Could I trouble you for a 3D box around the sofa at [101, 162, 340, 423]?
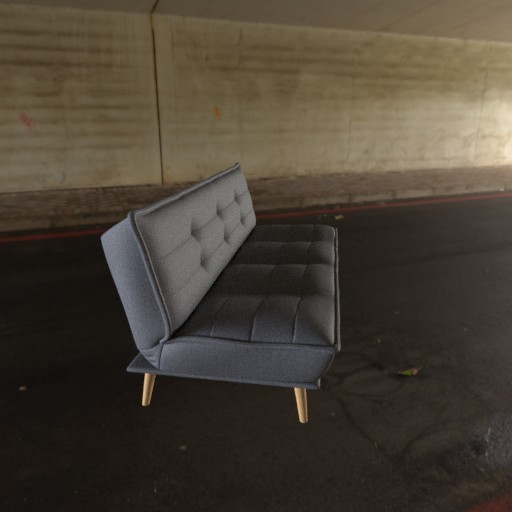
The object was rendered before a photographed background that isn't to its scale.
[{"bbox_3d":[0.000,0.000,2.575,0.950,0.890,1.940,3,17,9],"label":"sofa"}]
